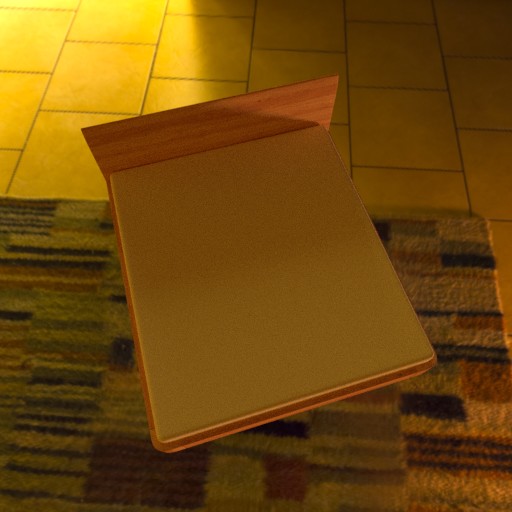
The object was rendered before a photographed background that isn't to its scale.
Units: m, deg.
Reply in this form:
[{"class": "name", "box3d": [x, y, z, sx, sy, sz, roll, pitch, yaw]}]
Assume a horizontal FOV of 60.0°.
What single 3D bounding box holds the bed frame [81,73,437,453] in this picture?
[{"class": "bed frame", "box3d": [0.000, 0.000, 3.101, 1.872, 0.940, 2.092, -15, 64, -7]}]
